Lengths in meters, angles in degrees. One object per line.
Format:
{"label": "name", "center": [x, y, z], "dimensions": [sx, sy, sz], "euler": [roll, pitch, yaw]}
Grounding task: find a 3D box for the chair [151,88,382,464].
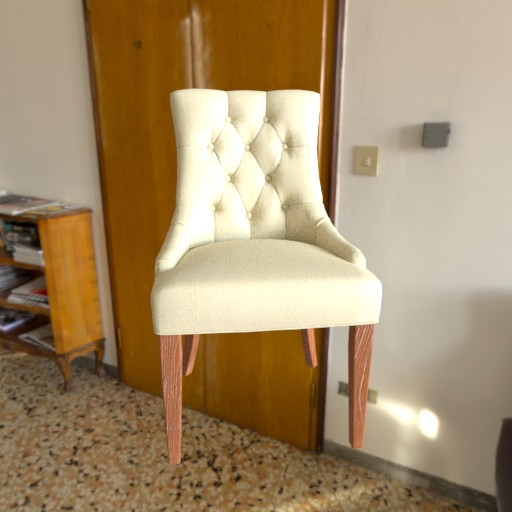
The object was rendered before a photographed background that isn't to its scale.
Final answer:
{"label": "chair", "center": [0.000, 0.000, 1.186], "dimensions": [0.509, 0.874, 0.565], "euler": [-2, 16, -7]}
